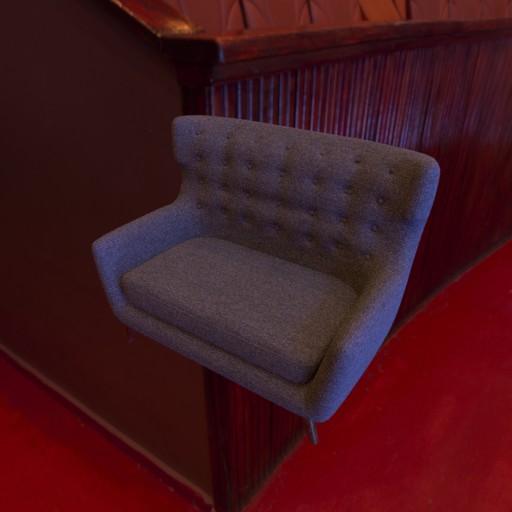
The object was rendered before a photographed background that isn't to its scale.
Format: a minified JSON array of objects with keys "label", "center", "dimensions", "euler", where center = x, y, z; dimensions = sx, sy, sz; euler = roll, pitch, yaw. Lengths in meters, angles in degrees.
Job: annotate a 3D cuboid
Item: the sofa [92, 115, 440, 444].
[{"label":"sofa","center":[0.000,0.000,2.085],"dimensions":[1.358,1.028,0.874],"euler":[19,36,29]}]
